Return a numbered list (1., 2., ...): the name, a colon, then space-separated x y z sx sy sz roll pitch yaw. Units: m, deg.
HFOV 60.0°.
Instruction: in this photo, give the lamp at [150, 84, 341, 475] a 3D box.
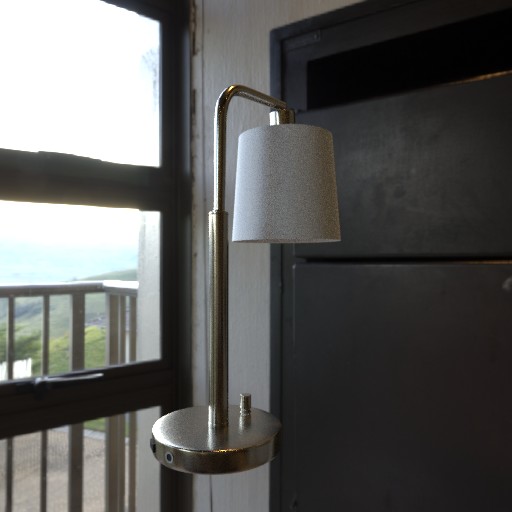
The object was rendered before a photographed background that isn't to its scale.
1. lamp: 0.000 0.000 0.640 0.171 0.489 0.333 -1 -1 36
